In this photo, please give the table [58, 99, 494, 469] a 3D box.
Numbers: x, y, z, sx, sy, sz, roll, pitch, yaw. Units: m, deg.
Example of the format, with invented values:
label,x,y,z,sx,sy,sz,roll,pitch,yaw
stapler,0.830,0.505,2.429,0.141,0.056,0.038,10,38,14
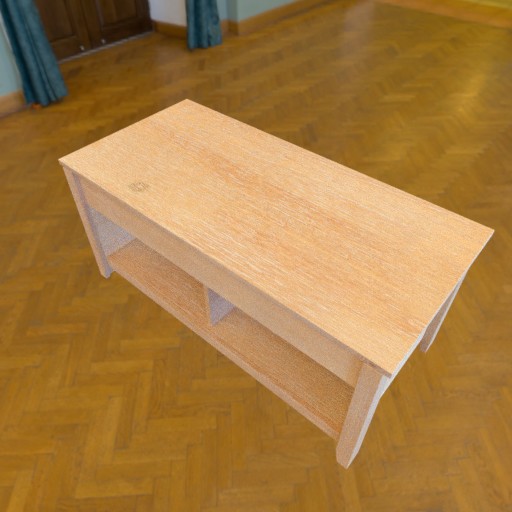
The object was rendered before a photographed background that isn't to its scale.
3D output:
label,x,y,z,sx,sy,sz,roll,pitch,yaw
table,0.000,0.000,1.272,1.016,0.457,0.483,31,53,27
